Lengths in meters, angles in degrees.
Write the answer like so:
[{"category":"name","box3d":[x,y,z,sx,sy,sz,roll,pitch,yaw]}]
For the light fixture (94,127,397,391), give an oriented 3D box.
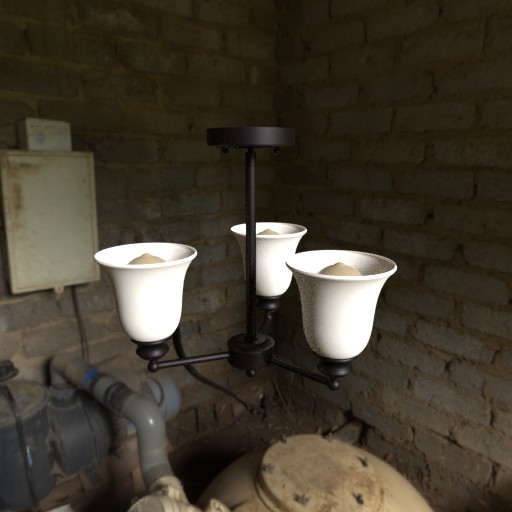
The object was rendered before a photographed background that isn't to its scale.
[{"category":"light fixture","box3d":[0.000,0.000,0.679,0.388,0.370,0.354,3,14,11]}]
